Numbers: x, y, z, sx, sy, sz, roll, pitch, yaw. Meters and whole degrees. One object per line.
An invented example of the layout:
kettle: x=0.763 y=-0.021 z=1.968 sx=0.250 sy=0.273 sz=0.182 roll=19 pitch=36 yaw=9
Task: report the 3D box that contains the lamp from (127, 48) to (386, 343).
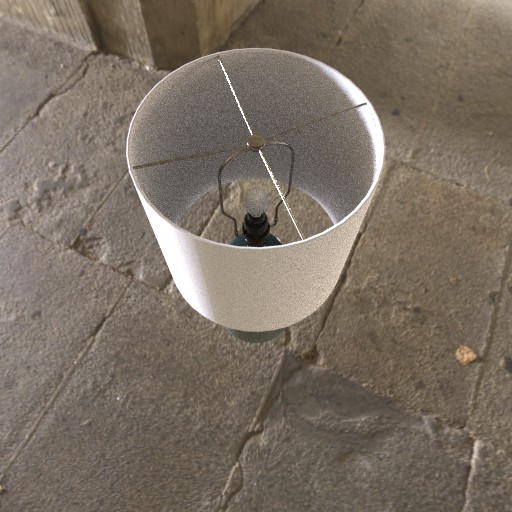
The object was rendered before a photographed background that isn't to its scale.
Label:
lamp: x=0.000 y=0.000 z=0.576 sx=0.217 sy=0.453 sz=0.217 roll=-18 pitch=65 yaw=-9
